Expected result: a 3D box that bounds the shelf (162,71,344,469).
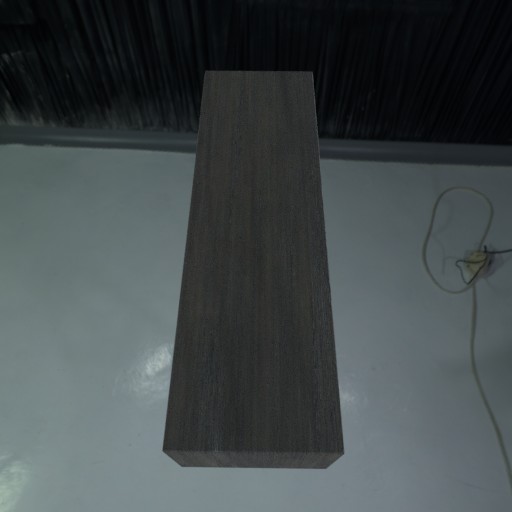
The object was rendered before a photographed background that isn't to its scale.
[{"bbox_3d":[0.000,0.000,1.508,0.400,0.495,1.300,1,59,0],"label":"shelf"}]
